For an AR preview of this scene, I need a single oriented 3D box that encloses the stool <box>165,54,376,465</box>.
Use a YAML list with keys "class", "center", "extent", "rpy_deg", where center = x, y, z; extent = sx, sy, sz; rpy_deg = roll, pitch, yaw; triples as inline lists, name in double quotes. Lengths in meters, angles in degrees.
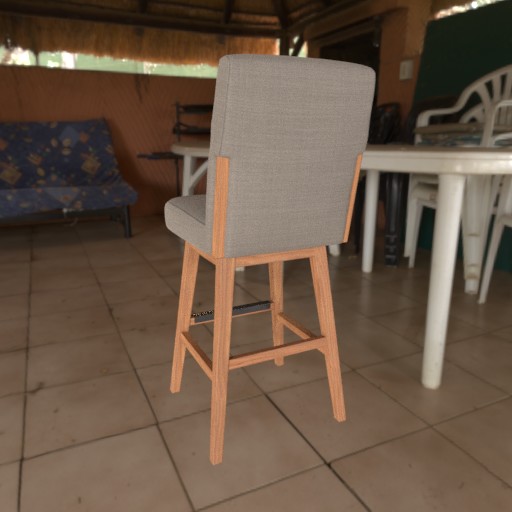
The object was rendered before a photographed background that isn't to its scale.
- class: "stool"
  center: [0.000, 0.000, 1.426]
  extent: [0.483, 1.112, 0.570]
  rpy_deg: [-7, 17, -26]
